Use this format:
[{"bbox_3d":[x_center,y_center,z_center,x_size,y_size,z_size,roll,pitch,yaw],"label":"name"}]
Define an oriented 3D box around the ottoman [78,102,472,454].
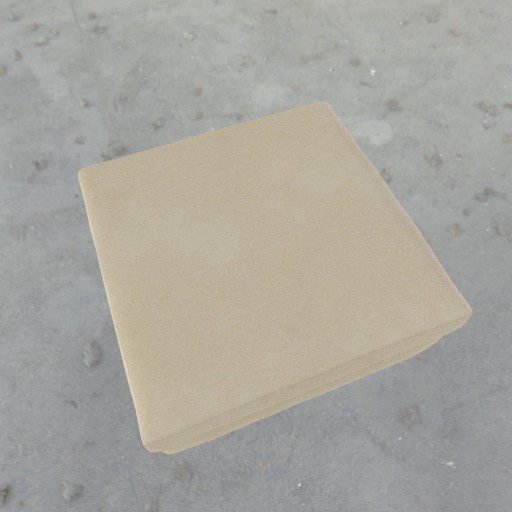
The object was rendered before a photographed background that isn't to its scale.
[{"bbox_3d":[0.000,0.000,1.843,1.205,0.522,1.190,-19,61,-11],"label":"ottoman"}]
